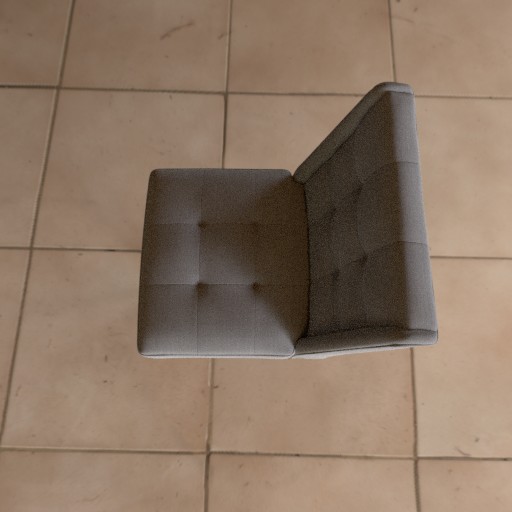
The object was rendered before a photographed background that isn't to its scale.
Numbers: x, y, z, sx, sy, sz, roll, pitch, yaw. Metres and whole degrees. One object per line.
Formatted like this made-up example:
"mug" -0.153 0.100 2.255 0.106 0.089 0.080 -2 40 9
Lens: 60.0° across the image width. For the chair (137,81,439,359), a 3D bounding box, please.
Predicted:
"chair" 0.000 0.000 1.273 0.676 0.853 0.569 0 75 0
